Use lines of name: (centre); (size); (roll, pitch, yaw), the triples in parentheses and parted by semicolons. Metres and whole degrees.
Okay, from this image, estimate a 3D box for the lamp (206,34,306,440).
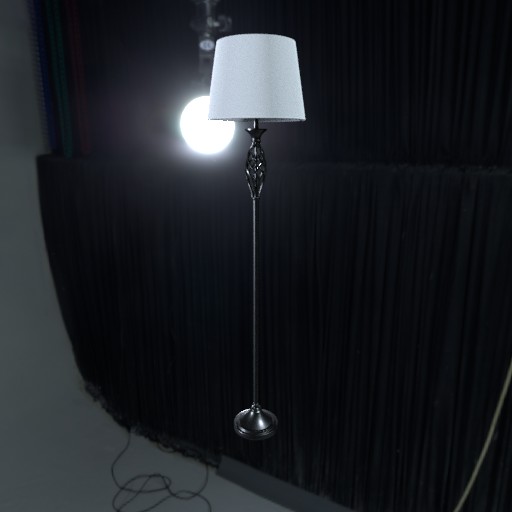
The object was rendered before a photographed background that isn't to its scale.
lamp: (0.000, 0.000, 1.839); (0.379, 1.623, 0.379); (0, 15, 0)
